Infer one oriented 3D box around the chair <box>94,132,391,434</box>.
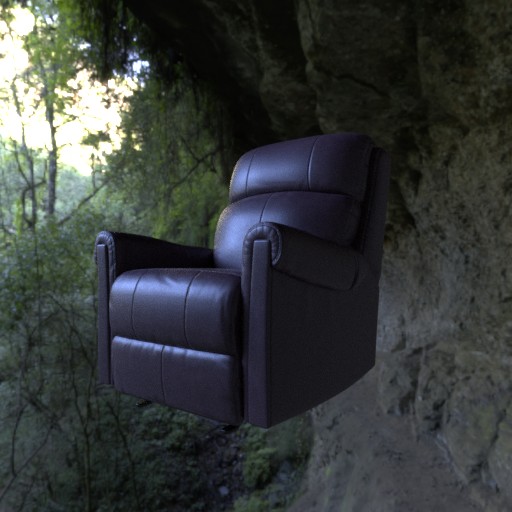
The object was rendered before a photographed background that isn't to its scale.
[{"bbox_3d":[0.000,0.000,1.759,0.838,1.054,1.014,0,0,36],"label":"chair"}]
